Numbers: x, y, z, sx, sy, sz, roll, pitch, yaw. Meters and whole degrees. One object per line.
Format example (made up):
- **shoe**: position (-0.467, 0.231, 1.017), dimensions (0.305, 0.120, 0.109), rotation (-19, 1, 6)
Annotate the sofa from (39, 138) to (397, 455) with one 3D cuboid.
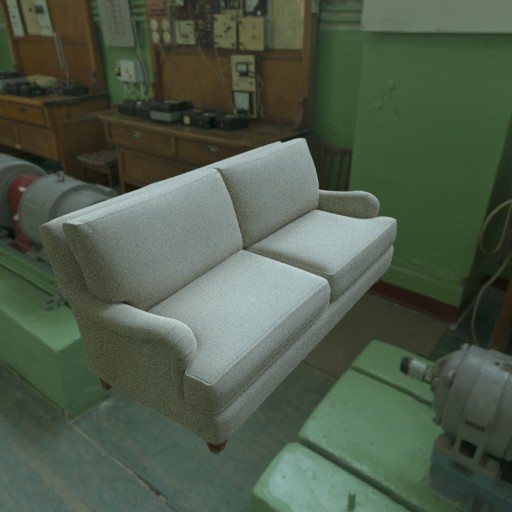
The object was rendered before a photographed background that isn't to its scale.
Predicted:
- **sofa**: position (0.000, 0.000, 2.673), dimensions (1.091, 0.997, 2.070), rotation (19, 33, 31)
